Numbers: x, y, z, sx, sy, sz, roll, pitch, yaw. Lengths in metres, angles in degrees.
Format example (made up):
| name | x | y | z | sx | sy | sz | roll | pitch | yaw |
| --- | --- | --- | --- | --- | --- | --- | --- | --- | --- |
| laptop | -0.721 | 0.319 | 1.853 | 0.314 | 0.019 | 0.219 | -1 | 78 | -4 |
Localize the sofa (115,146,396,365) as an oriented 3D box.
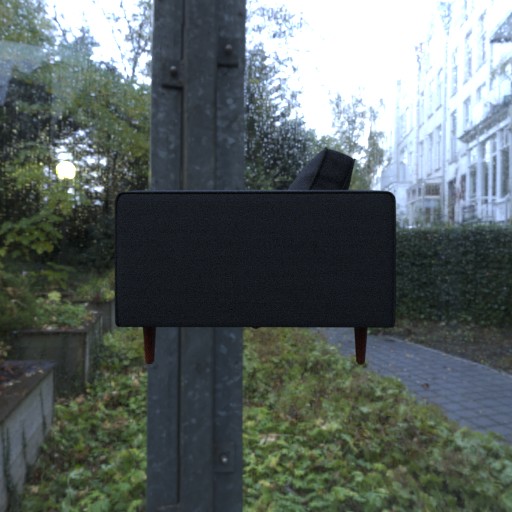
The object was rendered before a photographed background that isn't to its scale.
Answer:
| name | x | y | z | sx | sy | sz | roll | pitch | yaw |
| --- | --- | --- | --- | --- | --- | --- | --- | --- | --- |
| sofa | 0.000 | 0.000 | 2.316 | 0.914 | 0.759 | 1.875 | 0 | 0 | 1 |
